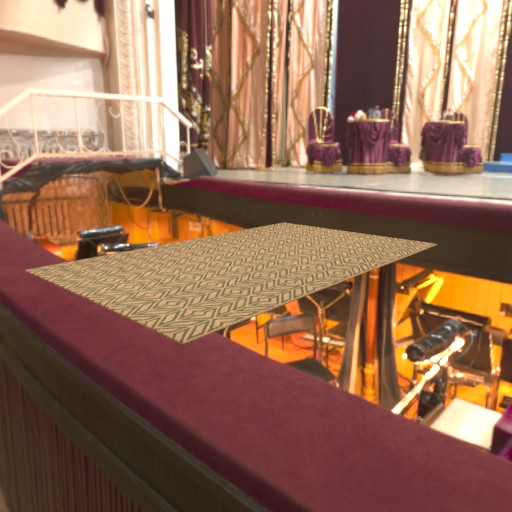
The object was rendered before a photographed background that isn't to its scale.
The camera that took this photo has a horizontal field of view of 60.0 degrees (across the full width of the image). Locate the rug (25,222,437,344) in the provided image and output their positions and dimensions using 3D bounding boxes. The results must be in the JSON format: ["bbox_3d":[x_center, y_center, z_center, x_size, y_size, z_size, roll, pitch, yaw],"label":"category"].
[{"bbox_3d":[0.000,0.000,3.015,1.517,0.011,2.435,12,18,41],"label":"rug"}]
